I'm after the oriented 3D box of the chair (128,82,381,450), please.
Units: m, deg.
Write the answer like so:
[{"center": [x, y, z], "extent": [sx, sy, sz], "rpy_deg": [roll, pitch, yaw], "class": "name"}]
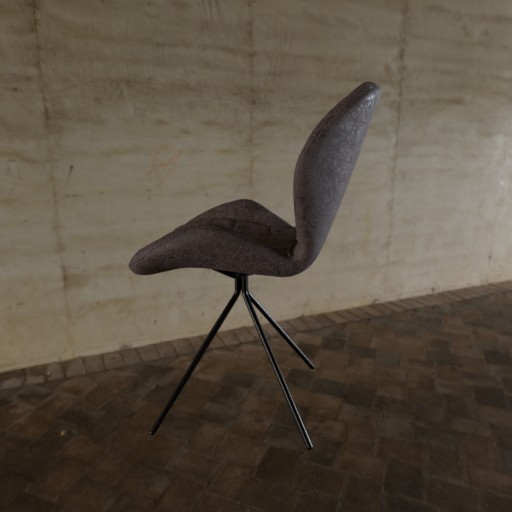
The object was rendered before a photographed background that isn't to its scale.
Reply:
[{"center": [0.000, 0.000, 1.287], "extent": [0.640, 0.934, 0.527], "rpy_deg": [2, 14, 8], "class": "chair"}]
